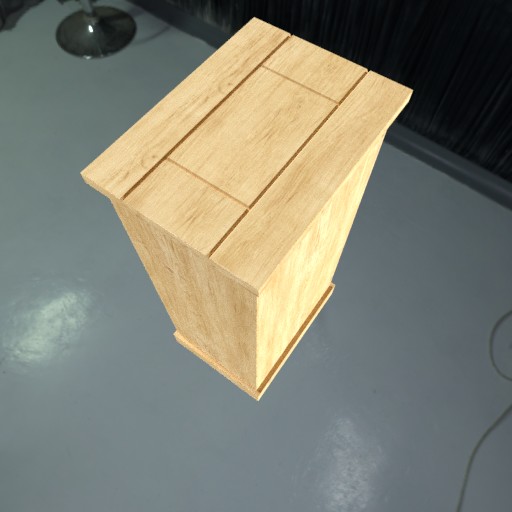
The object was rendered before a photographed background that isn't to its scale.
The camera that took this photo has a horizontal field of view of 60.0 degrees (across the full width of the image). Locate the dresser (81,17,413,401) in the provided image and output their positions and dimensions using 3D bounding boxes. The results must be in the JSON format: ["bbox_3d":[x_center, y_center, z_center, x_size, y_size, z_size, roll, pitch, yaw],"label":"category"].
[{"bbox_3d":[0.000,0.000,1.298,0.390,1.041,0.531,32,67,15],"label":"dresser"}]
